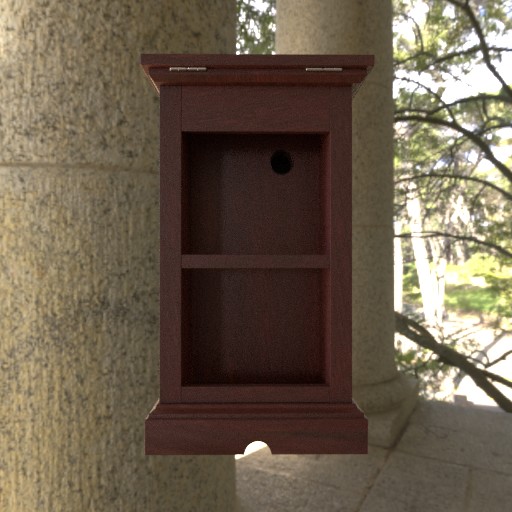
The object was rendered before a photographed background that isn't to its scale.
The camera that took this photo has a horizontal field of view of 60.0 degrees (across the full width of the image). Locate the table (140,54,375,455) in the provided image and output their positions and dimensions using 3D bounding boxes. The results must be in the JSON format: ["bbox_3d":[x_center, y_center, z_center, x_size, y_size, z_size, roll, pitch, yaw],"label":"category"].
[{"bbox_3d":[0.000,0.000,0.964,0.356,0.612,0.584,0,0,-1],"label":"table"}]
